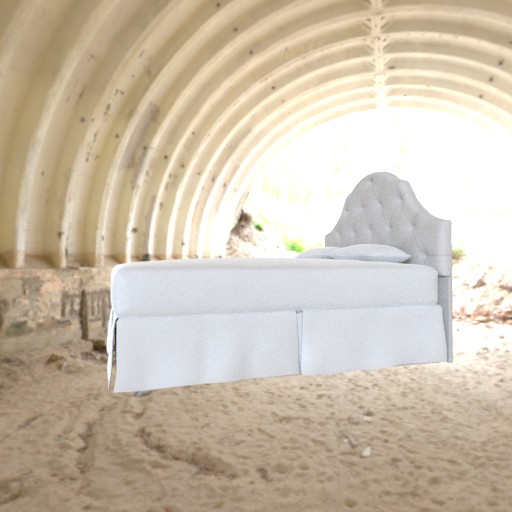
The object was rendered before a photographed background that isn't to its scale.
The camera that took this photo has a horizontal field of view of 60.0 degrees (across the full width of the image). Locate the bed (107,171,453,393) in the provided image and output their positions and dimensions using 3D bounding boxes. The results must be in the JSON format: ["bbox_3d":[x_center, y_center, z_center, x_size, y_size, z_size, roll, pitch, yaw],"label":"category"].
[{"bbox_3d":[0.000,0.000,3.878,2.477,1.617,2.039,0,-1,-18],"label":"bed"}]
